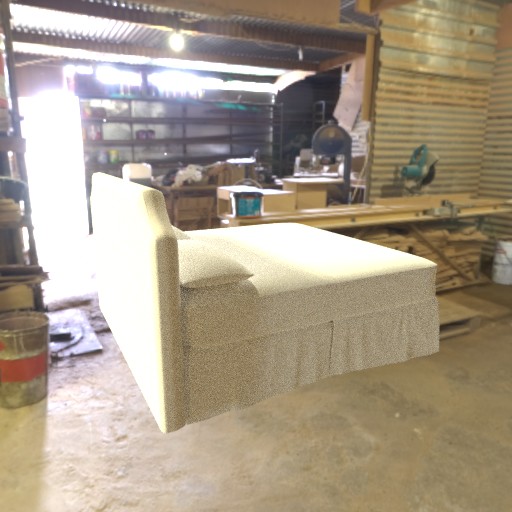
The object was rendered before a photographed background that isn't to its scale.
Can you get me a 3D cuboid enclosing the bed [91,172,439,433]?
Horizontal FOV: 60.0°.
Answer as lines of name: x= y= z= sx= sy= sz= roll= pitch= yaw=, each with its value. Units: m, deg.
bed: x=0.000 y=0.000 z=3.585 sx=2.204 sy=1.301 sz=2.160 roll=-7 pitch=15 yaw=-26
